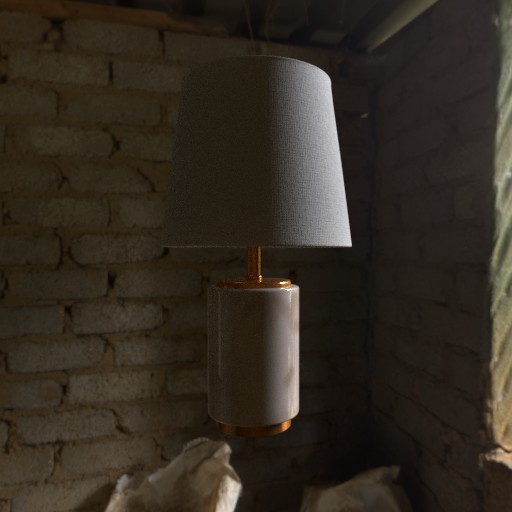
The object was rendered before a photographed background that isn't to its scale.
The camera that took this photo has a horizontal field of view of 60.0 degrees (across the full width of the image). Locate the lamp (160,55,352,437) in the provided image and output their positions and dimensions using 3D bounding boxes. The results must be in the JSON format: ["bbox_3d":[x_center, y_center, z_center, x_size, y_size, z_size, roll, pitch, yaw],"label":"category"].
[{"bbox_3d":[0.000,0.000,0.449,0.189,0.340,0.189,0,1,0],"label":"lamp"}]
